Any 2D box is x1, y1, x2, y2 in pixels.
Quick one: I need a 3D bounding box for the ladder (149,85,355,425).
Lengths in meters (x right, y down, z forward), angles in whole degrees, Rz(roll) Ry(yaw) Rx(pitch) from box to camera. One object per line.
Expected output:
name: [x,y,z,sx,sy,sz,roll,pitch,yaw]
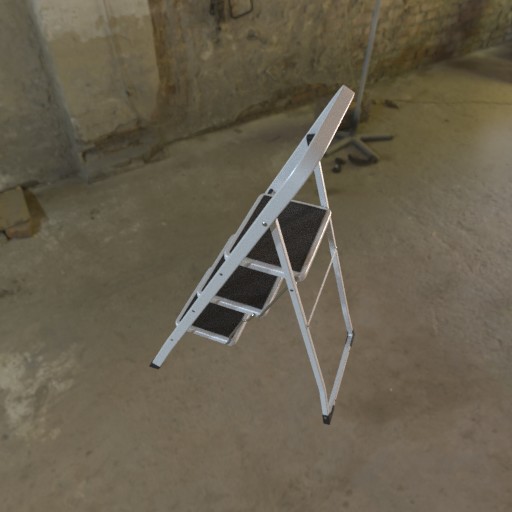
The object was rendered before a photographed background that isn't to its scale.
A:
ladder: [0.000,0.000,1.400,0.711,1.050,0.460,16,48,15]
